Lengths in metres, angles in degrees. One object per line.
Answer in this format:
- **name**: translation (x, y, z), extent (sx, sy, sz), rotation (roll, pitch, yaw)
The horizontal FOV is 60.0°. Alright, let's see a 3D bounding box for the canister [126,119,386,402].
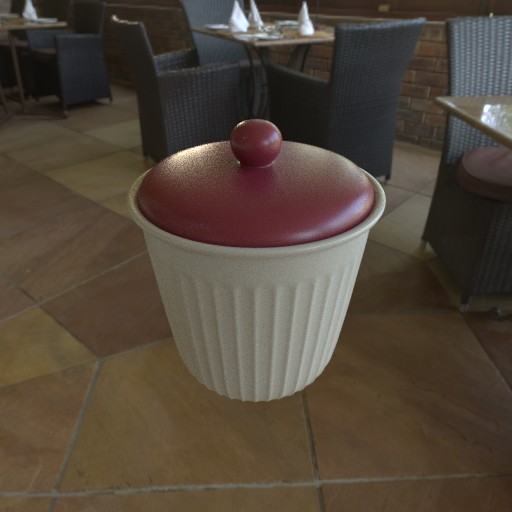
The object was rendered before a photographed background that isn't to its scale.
- **canister**: translation (0.000, 0.000, 0.349), extent (0.181, 0.211, 0.181), rotation (0, 32, 0)
